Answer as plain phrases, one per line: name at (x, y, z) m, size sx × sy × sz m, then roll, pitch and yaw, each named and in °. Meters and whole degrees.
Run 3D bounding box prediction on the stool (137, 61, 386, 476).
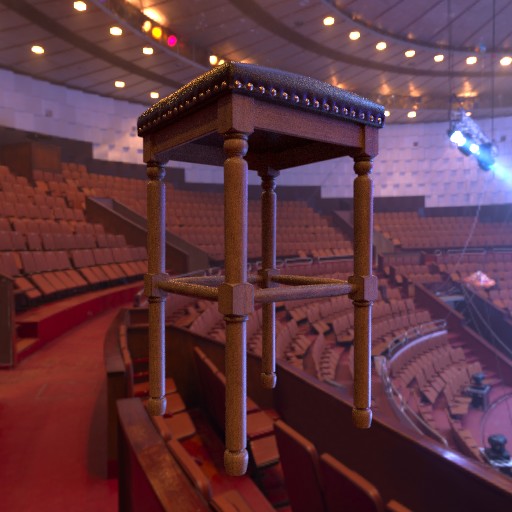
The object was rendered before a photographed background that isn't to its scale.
stool at (0.000, 0.000, 0.945) m, size 0.383 × 0.702 × 0.382 m, roll -1°, pitch 2°, yaw -36°
